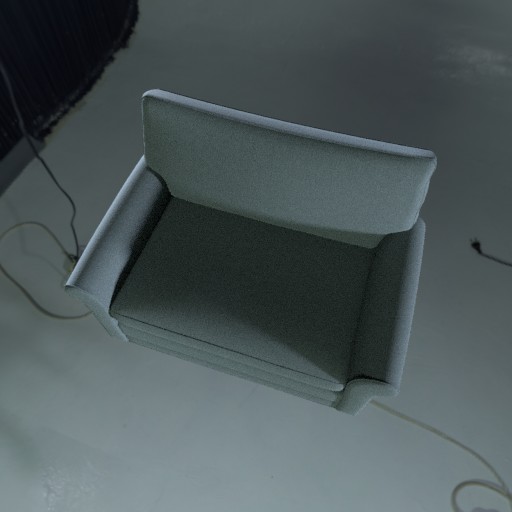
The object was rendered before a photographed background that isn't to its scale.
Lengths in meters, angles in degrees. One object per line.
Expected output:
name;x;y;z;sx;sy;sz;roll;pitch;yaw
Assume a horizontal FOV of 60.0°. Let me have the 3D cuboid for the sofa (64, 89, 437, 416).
sofa;0.000;0.000;2.028;1.410;0.953;0.940;16;61;9
